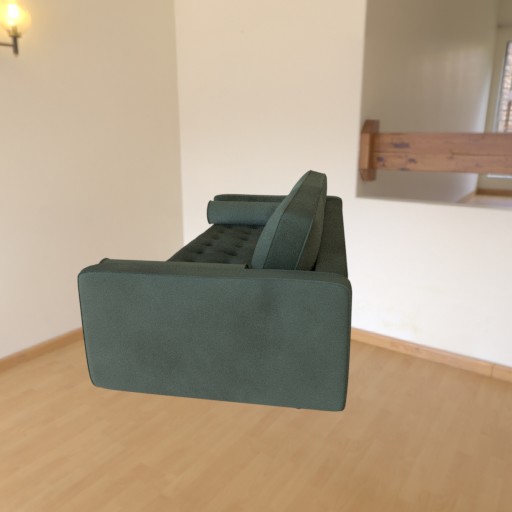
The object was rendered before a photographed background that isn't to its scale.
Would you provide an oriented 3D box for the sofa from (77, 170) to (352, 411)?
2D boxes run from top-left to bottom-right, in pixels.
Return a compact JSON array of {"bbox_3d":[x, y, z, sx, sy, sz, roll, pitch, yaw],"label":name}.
[{"bbox_3d":[0.000,0.000,2.315,0.916,0.772,1.880,3,16,9],"label":"sofa"}]
